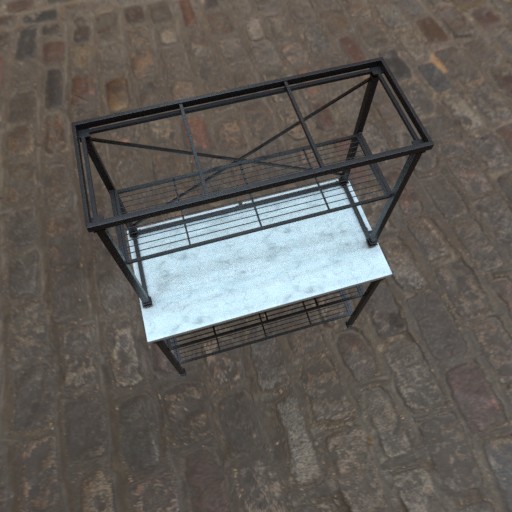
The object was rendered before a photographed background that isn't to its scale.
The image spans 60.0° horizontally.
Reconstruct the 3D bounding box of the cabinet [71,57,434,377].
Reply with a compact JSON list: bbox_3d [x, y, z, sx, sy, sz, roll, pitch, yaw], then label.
[{"bbox_3d":[0.000,0.000,2.259,1.210,1.659,0.610,-15,65,-7],"label":"cabinet"}]
